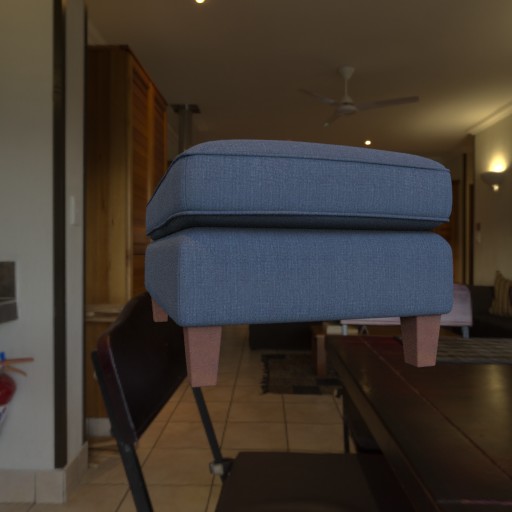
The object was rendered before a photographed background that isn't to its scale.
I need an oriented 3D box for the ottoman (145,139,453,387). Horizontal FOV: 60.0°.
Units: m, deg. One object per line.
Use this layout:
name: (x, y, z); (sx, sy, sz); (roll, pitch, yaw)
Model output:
ottoman: (0.000, 0.000, 1.191); (0.570, 0.438, 0.885); (0, 0, -17)
